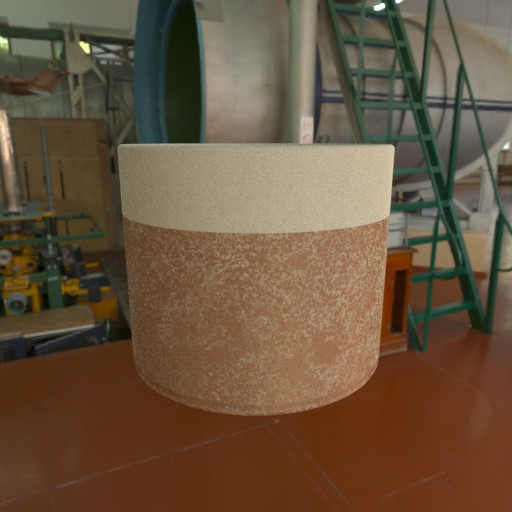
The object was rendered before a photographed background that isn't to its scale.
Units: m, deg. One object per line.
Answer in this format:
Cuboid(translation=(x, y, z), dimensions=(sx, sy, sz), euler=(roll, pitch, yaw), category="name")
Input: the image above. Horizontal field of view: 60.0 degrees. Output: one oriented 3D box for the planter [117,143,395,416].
Cuboid(translation=(0.000, 0.000, 0.282), dimensions=(0.159, 0.138, 0.159), euler=(0, 15, 0), category="planter")
